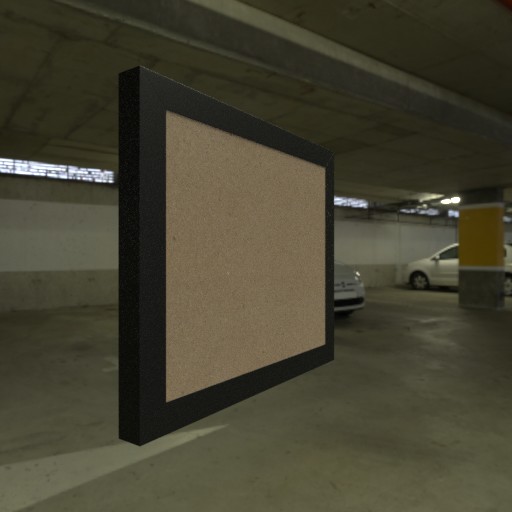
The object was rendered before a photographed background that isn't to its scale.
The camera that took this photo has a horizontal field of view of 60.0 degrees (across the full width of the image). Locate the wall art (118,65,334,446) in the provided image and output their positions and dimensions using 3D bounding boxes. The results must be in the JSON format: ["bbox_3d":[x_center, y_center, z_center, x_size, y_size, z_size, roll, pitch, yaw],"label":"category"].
[{"bbox_3d":[0.000,0.000,0.537,0.028,0.321,0.381,0,0,35],"label":"wall art"}]
